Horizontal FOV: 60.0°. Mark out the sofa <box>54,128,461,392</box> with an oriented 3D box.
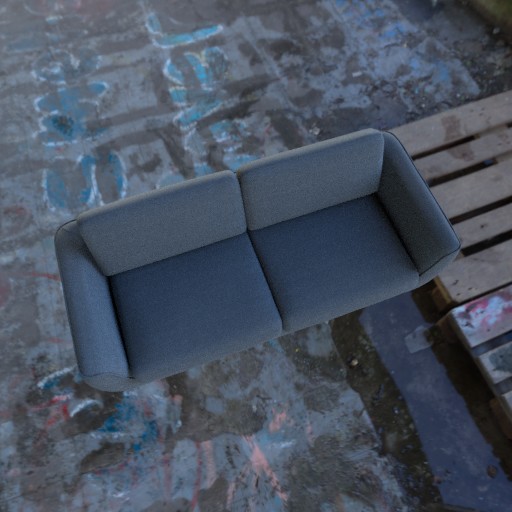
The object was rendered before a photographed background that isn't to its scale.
[{"bbox_3d":[0.000,0.000,2.468,2.000,0.850,0.920,-18,66,-8],"label":"sofa"}]
